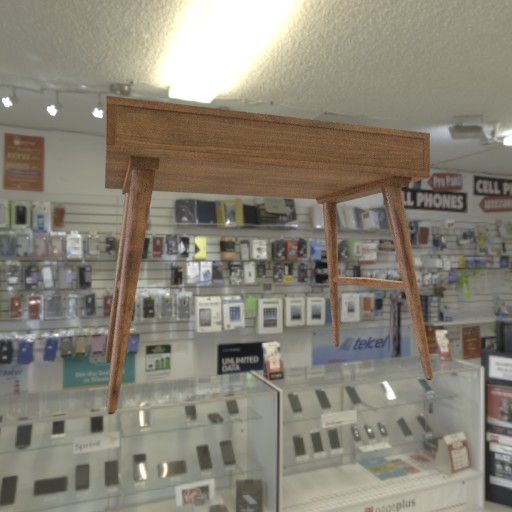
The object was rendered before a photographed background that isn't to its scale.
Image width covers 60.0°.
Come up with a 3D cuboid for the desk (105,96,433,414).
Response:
[{"bbox_3d":[0.000,0.000,1.472,0.949,0.758,0.588,0,-1,-19],"label":"desk"}]
